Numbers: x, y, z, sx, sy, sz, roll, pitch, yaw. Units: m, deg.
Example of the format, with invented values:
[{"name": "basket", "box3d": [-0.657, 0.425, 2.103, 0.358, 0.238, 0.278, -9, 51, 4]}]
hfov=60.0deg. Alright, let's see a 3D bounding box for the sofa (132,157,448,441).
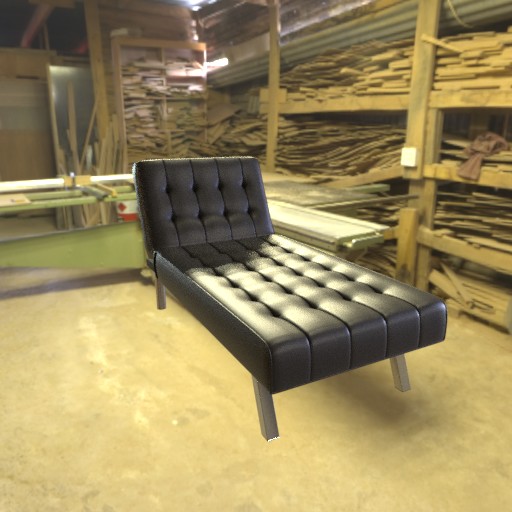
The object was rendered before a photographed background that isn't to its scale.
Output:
[{"name": "sofa", "box3d": [0.000, 0.000, 2.060, 0.760, 0.820, 1.560, -8, 18, -27]}]
